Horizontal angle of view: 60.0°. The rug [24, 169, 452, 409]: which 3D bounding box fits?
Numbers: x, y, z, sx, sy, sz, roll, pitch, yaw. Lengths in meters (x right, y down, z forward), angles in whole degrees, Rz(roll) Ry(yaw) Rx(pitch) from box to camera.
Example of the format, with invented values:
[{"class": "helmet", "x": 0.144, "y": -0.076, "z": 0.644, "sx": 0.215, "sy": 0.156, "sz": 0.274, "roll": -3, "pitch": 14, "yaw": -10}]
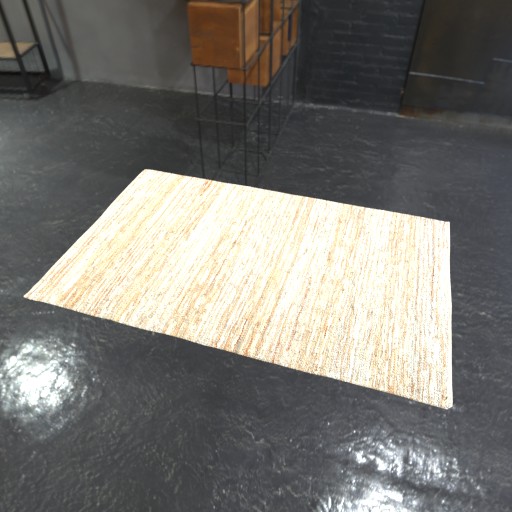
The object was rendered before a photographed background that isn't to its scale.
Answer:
[{"class": "rug", "x": 0.000, "y": 0.000, "z": 2.919, "sx": 2.446, "sy": 0.009, "sz": 1.529, "roll": 12, "pitch": 44, "yaw": 13}]
